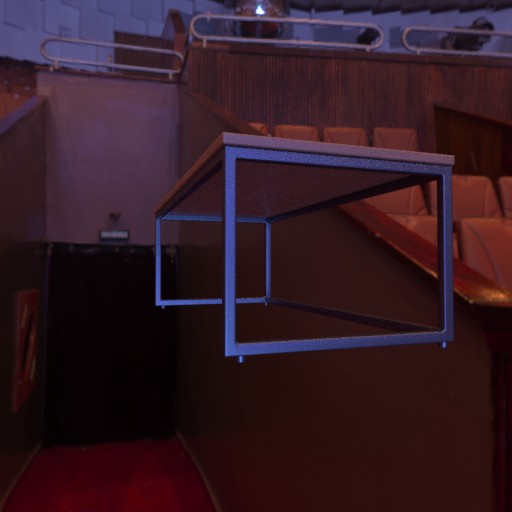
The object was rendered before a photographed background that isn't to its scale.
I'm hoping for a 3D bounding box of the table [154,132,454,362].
[{"bbox_3d":[0.000,0.000,1.360,0.500,0.400,1.100,0,-1,-19],"label":"table"}]
